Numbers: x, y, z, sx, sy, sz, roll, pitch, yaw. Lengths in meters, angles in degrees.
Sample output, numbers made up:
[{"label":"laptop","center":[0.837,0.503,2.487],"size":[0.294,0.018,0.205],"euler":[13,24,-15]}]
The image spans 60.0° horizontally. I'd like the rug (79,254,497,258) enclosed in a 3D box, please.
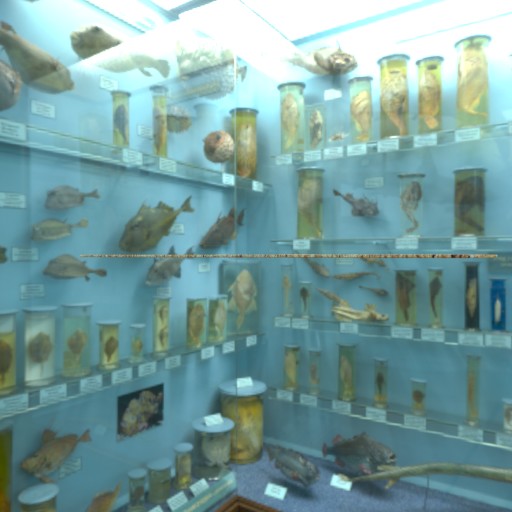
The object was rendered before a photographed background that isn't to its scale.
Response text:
[{"label":"rug","center":[0.000,0.000,2.405],"size":[2.237,0.014,0.680],"euler":[0,0,35]}]
